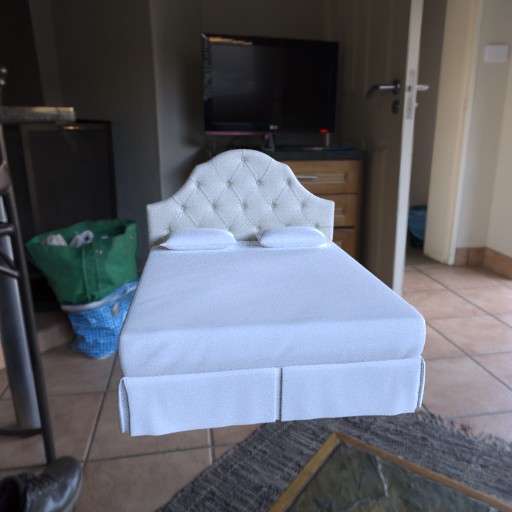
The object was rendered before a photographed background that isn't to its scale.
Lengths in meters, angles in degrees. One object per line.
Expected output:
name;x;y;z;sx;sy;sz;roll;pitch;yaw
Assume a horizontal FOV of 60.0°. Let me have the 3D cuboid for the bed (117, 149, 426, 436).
bed;0.000;0.000;3.634;2.008;1.615;2.214;-2;16;-7
